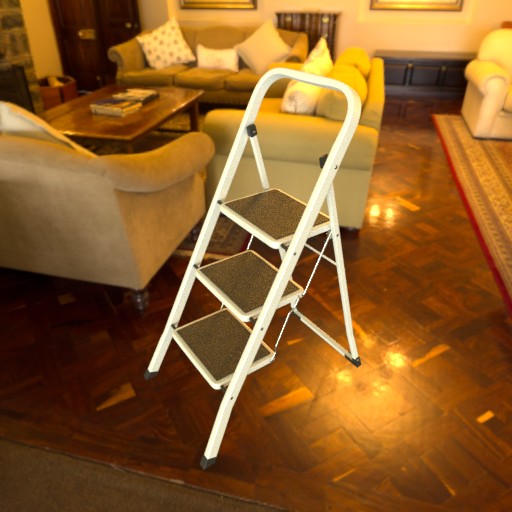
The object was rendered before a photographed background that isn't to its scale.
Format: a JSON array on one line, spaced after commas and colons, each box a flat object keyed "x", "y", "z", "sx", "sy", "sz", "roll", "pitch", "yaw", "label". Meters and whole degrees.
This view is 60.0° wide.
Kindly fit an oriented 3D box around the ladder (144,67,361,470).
[{"x": 0.000, "y": 0.000, "z": 1.403, "sx": 0.711, "sy": 1.050, "sz": 0.460, "roll": -20, "pitch": 38, "yaw": -29, "label": "ladder"}]
